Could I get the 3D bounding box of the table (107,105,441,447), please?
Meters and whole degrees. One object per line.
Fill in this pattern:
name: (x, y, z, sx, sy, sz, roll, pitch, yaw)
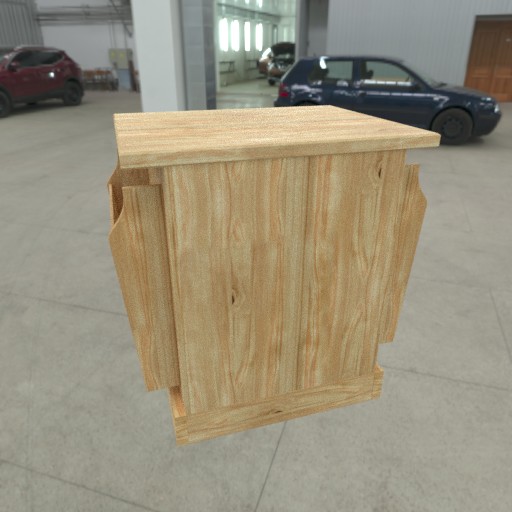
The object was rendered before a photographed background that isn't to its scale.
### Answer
table: (0.000, 0.000, 0.881, 0.530, 0.515, 0.380, -8, 26, -16)
